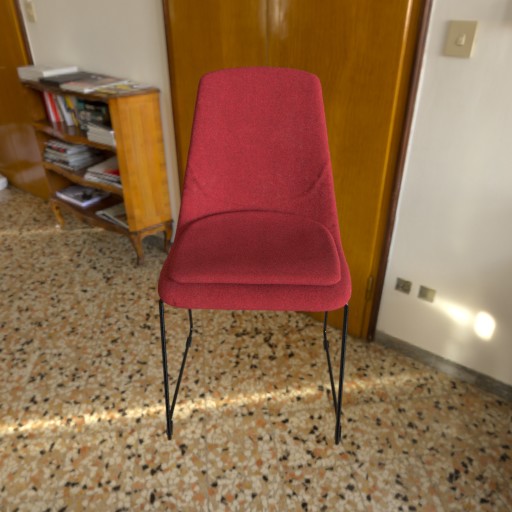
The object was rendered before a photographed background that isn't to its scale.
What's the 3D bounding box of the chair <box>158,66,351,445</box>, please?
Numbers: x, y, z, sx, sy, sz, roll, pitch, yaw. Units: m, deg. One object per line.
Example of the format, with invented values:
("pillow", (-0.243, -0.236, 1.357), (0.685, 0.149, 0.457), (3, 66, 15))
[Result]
("chair", (0.000, 0.000, 1.159), (0.479, 0.858, 0.518), (1, 30, 2))
